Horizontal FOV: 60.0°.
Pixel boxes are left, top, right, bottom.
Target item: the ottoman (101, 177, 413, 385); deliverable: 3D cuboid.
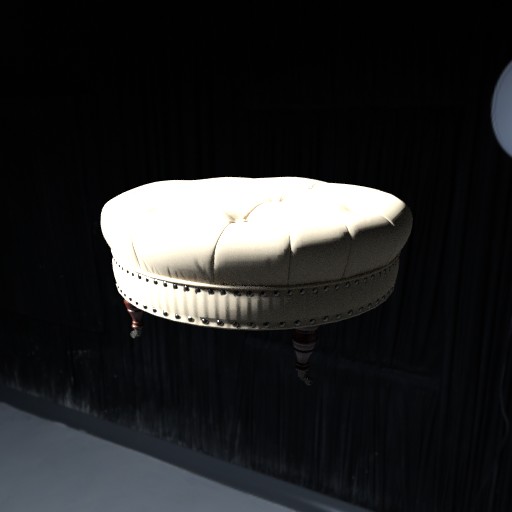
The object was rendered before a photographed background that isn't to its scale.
[{"bbox_3d":[0.000,0.000,1.388,0.901,0.439,0.901,0,17,0],"label":"ottoman"}]
